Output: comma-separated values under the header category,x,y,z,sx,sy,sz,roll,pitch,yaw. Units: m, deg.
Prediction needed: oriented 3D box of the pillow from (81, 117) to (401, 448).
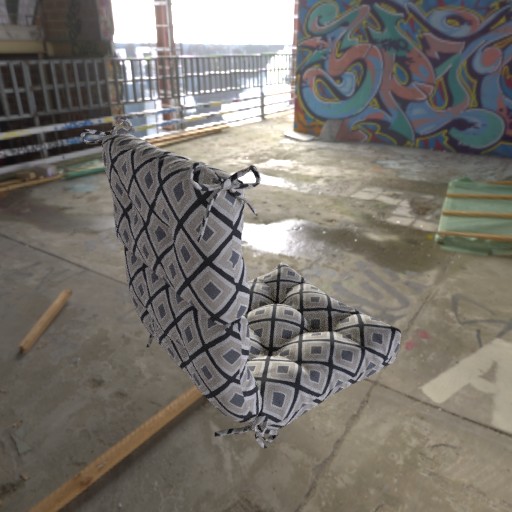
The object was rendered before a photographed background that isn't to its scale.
category,x,y,z,sx,sy,sz,roll,pitch,yaw
pillow,0.000,0.000,1.027,0.571,0.605,0.519,-18,31,-32
